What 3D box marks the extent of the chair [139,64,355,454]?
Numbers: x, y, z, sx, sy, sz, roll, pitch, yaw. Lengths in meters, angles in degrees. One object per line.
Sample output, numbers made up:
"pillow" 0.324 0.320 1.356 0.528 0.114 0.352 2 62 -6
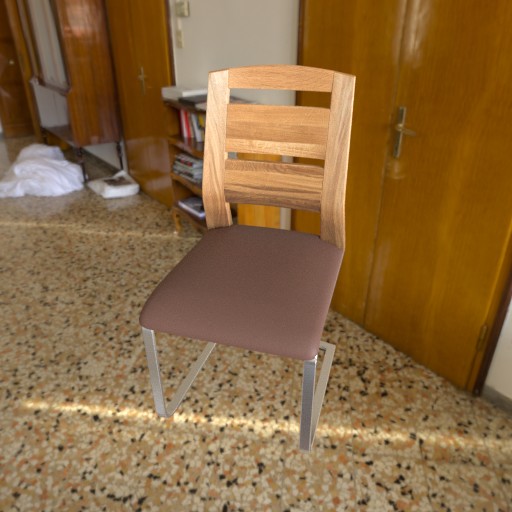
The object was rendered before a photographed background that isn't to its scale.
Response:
"chair" 0.000 0.000 1.261 0.460 0.970 0.570 8 28 15
